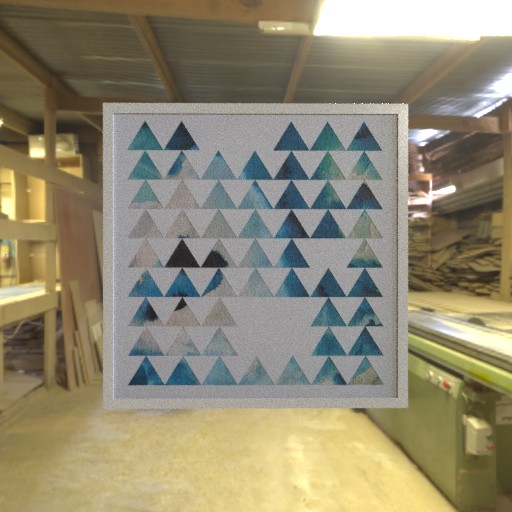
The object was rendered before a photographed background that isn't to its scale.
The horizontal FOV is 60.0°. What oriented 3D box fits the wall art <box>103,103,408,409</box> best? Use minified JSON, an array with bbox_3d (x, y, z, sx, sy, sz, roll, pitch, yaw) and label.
[{"bbox_3d":[0.000,0.000,0.816,0.557,0.557,0.012,0,0,-1],"label":"wall art"}]
